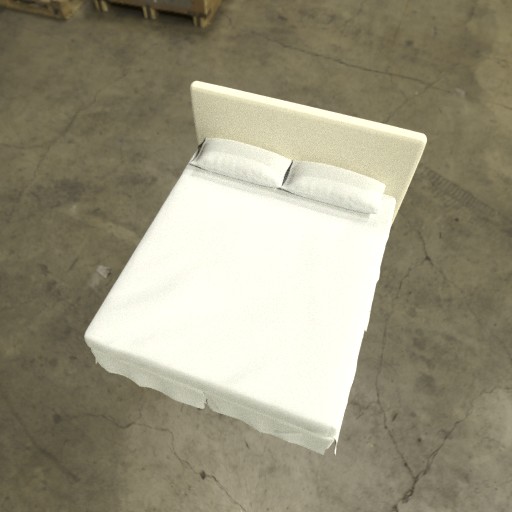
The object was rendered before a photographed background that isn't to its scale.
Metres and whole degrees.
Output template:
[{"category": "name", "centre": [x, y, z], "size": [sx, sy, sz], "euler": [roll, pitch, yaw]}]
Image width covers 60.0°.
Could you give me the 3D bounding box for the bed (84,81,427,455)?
[{"category": "bed", "centre": [0.000, 0.000, 3.646], "size": [2.119, 1.317, 2.341], "euler": [17, 59, 11]}]
